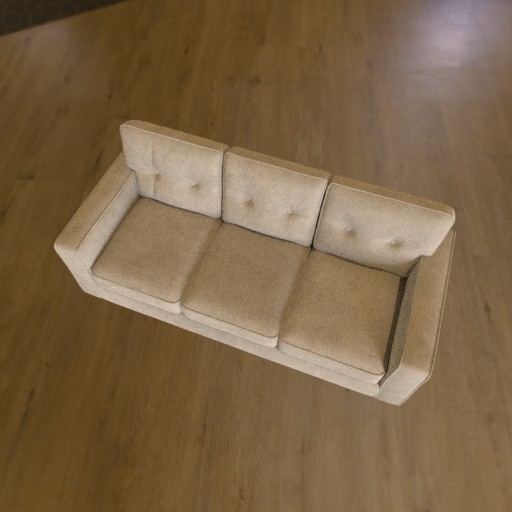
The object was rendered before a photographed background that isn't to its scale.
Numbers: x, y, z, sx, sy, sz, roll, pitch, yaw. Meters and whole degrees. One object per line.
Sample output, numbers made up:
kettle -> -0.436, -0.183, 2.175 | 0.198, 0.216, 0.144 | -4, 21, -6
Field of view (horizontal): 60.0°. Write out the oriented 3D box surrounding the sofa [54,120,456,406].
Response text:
sofa -> 0.000, 0.000, 2.655 | 2.133, 0.965, 0.939 | 18, 60, 11
